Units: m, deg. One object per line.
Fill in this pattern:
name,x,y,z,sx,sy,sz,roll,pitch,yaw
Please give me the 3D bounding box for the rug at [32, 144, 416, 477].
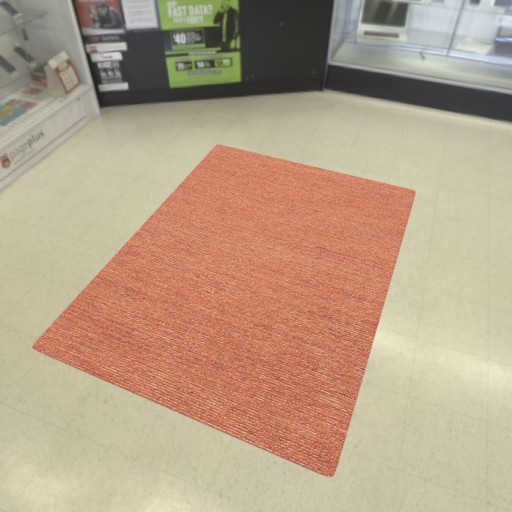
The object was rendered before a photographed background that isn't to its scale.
rug,0.000,0.000,2.710,1.594,0.009,2.112,17,48,16
